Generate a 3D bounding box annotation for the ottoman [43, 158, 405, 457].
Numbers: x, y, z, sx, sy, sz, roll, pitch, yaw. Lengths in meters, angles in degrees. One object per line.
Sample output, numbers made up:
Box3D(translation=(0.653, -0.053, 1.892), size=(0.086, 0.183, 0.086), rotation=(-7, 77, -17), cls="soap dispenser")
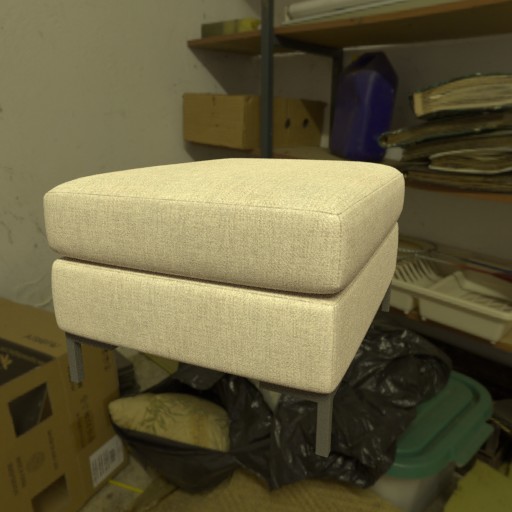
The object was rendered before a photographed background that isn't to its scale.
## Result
Box3D(translation=(0.000, 0.000, 1.193), size=(0.671, 0.490, 0.820), rotation=(7, 17, 23), cls="ottoman")
